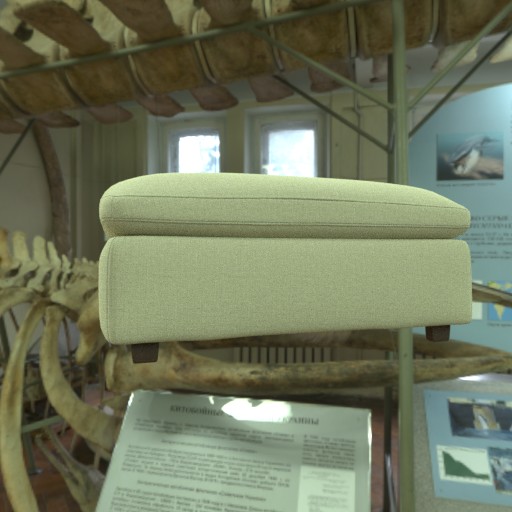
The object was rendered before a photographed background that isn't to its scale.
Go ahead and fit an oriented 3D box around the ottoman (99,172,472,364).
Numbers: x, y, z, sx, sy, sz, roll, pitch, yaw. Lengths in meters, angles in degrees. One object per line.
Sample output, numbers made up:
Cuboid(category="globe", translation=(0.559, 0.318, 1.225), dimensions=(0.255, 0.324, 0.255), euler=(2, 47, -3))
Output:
Cuboid(category="ottoman", translation=(0.000, 0.000, 1.509), dimensions=(0.996, 0.467, 0.977), euler=(0, 0, -18))
